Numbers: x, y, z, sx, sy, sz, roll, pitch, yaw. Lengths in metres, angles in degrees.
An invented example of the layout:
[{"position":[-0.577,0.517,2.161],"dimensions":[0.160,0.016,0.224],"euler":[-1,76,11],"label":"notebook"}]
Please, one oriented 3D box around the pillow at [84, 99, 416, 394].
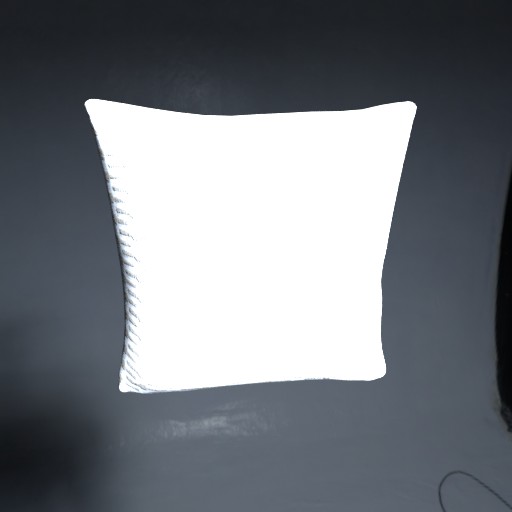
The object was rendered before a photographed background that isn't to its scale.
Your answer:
[{"position":[0.000,0.000,0.742],"dimensions":[0.496,0.491,0.219],"euler":[-2,16,-7],"label":"pillow"}]
